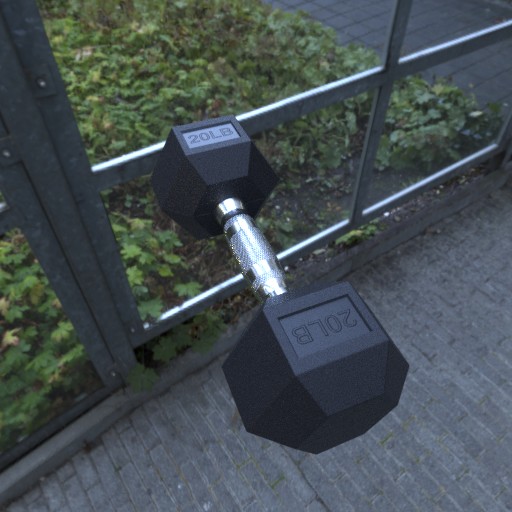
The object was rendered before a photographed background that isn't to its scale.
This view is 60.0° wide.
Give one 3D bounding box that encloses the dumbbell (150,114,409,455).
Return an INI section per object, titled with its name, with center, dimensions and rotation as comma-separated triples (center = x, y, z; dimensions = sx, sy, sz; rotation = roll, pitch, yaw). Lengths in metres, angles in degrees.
[dumbbell]
center = 0.000, 0.000, 0.328
dimensions = 0.106, 0.092, 0.272
rotation = -17, 50, -14
